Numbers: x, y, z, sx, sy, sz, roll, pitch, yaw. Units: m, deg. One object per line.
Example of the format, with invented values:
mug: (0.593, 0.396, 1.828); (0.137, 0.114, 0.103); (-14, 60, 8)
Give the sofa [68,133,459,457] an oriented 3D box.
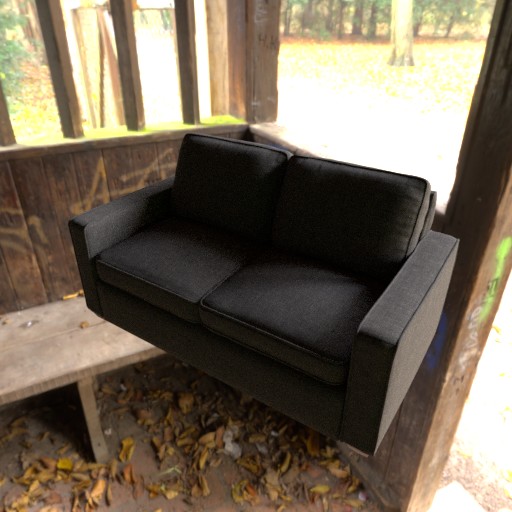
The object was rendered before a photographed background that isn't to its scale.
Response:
sofa: (0.000, 0.000, 2.212); (1.709, 0.918, 0.947); (19, 35, 29)
